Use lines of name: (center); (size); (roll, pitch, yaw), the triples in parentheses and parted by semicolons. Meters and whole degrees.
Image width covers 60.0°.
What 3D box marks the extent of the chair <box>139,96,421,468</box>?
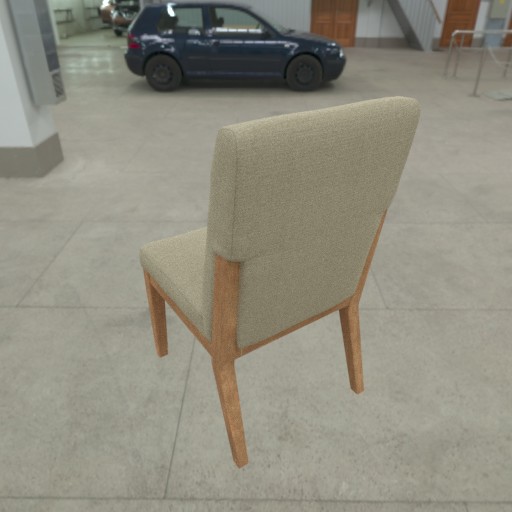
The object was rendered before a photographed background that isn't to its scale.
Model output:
chair: (0.000, 0.000, 1.261); (0.507, 0.911, 0.586); (-20, 36, -29)
